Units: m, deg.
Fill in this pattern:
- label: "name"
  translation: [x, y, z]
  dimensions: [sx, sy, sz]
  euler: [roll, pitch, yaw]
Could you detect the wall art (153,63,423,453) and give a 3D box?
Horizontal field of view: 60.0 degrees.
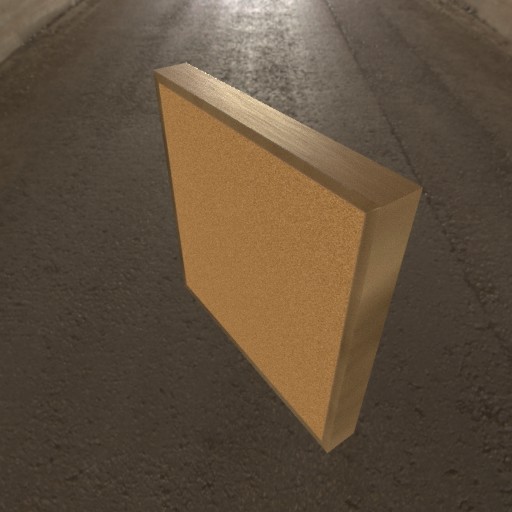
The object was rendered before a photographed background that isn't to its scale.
- label: "wall art"
  translation: [0.000, 0.000, 0.461]
  dimensions: [0.038, 0.303, 0.305]
  euler: [-25, 46, -26]
